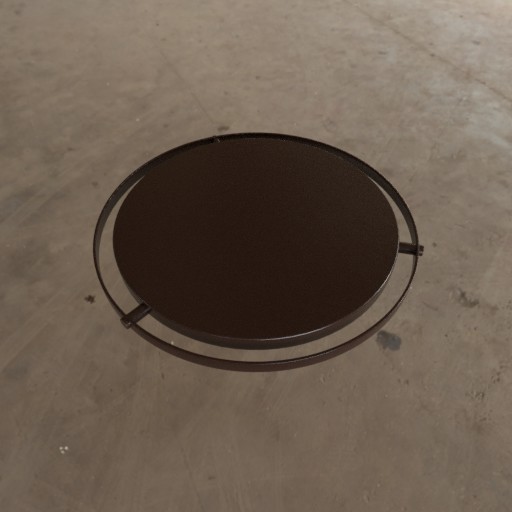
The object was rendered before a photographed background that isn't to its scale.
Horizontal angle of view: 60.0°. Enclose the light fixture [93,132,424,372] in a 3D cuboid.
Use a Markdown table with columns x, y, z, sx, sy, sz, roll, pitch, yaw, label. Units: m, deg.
| x | y | z | sx | sy | sz | roll | pitch | yaw | label |
| --- | --- | --- | --- | --- | --- | --- | --- | --- | --- |
| 0.000 | 0.000 | 0.549 | 0.361 | 0.130 | 0.361 | 0 | 48 | 0 | light fixture |
